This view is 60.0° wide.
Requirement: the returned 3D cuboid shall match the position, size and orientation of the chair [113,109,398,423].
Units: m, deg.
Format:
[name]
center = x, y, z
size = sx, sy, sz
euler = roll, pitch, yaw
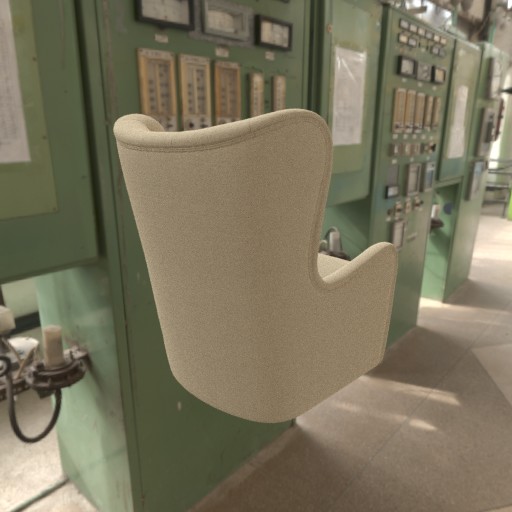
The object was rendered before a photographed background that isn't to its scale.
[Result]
[chair]
center = 0.000, 0.000, 1.762
size = 0.831, 1.079, 0.929
euler = 14, 22, 40
